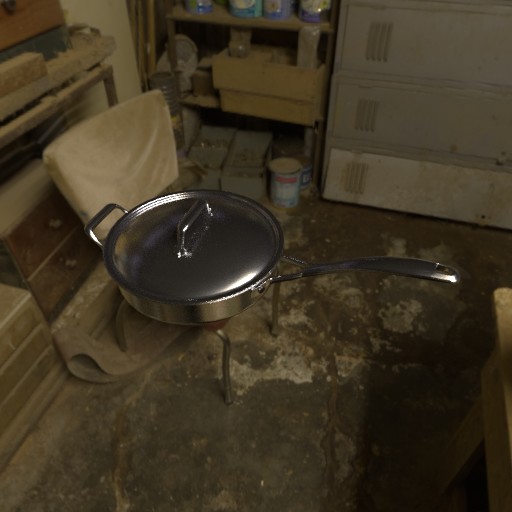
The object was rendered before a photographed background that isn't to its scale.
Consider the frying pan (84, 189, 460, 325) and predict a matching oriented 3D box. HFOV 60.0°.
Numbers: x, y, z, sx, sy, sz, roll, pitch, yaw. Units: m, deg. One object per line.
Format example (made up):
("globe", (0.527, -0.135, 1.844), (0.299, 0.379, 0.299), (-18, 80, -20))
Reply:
("frying pan", (0.000, 0.000, 0.674), (0.561, 0.114, 0.280), (13, 43, 14))
